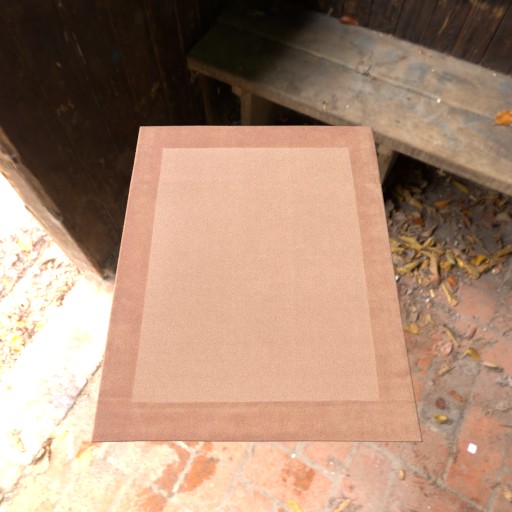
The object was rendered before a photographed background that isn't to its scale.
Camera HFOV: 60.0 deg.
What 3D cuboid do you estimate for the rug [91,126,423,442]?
[{"bbox_3d":[0.000,0.000,3.934,2.431,0.021,3.057,0,63,0],"label":"rug"}]
